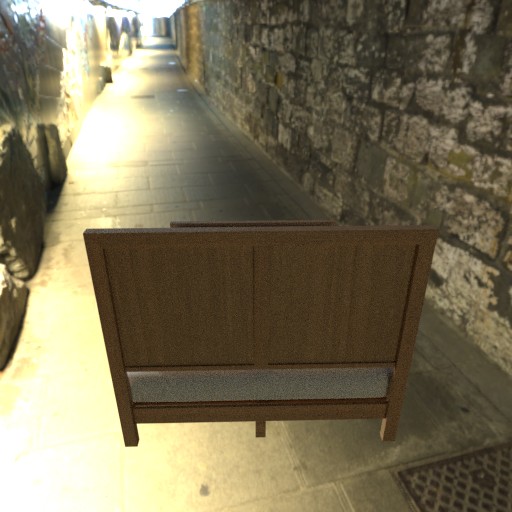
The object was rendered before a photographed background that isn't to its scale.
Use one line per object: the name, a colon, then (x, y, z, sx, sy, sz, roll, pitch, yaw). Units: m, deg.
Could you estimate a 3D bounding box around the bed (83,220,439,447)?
bed: (0.000, 0.000, 3.286, 1.606, 1.387, 2.184, -1, 28, -1)
